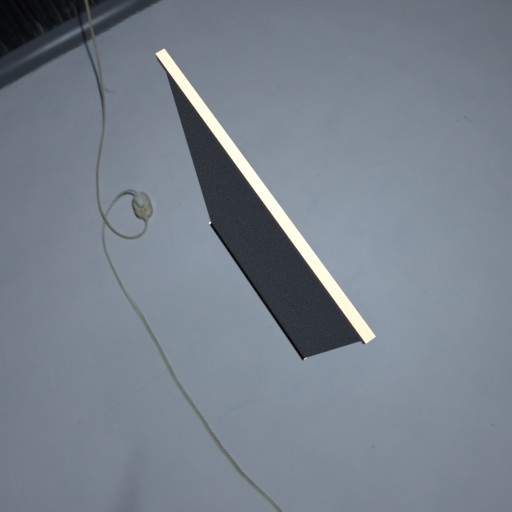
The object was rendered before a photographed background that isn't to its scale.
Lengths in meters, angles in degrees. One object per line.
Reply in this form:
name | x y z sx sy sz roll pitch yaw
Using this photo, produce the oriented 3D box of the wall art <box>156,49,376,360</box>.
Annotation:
wall art | 0.000 0.000 1.909 0.030 1.519 0.990 -33 78 -8
